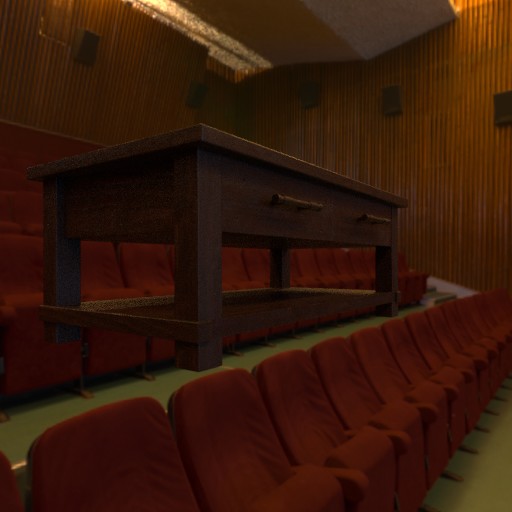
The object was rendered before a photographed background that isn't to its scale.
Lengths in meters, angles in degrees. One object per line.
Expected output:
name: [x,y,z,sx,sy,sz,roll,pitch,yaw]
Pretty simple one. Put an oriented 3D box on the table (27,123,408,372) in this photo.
table: [0.000,0.000,1.565,0.700,0.494,1.270,-1,-1,36]
